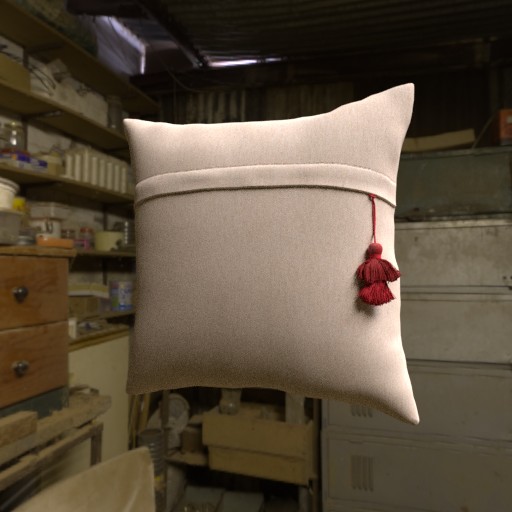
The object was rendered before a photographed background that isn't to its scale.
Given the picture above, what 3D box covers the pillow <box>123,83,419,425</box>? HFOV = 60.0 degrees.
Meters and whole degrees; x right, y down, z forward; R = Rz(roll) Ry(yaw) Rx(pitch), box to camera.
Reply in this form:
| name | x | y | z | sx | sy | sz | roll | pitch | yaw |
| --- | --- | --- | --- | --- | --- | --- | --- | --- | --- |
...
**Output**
| name | x | y | z | sx | sy | sz | roll | pitch | yaw |
| --- | --- | --- | --- | --- | --- | --- | --- | --- | --- |
| pillow | 0.000 | 0.000 | 0.634 | 0.433 | 0.436 | 0.173 | -1 | -3 | 18 |
